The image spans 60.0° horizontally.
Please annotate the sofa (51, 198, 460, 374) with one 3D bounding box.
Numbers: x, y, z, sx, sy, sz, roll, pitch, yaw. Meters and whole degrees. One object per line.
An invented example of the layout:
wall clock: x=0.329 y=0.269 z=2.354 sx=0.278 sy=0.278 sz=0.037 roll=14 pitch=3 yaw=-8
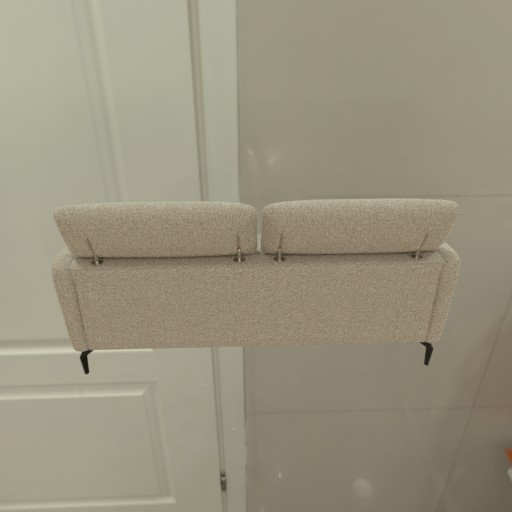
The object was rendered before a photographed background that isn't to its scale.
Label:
sofa: x=0.000 y=0.000 z=2.495 sx=2.015 sy=0.956 sz=0.856 roll=-1 pitch=30 yaw=-2
